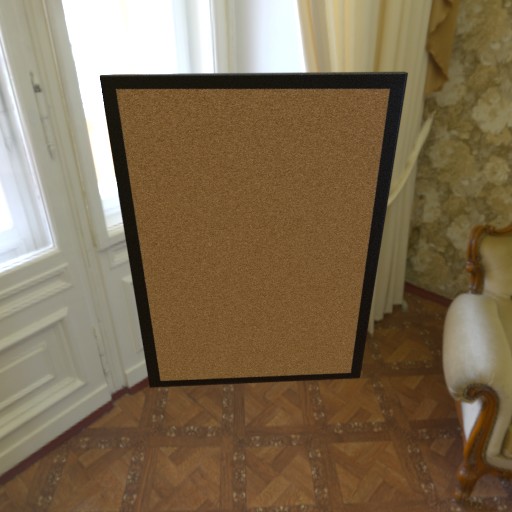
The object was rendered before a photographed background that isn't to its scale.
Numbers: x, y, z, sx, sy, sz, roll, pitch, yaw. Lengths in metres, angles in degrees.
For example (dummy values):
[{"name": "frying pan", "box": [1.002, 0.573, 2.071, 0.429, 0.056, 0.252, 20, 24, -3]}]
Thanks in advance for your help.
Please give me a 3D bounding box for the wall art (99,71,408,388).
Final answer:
[{"name": "wall art", "box": [0.000, 0.000, 0.856, 0.480, 0.657, 0.016, -2, 30, -3]}]
